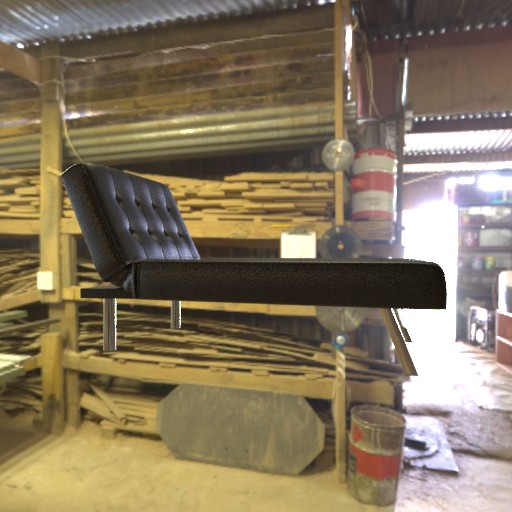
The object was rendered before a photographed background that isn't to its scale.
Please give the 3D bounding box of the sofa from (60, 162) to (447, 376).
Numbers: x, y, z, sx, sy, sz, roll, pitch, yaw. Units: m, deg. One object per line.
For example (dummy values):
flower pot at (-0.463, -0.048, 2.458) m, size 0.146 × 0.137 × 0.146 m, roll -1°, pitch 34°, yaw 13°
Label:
sofa at (0.000, 0.000, 2.039) m, size 1.560 × 0.820 × 0.760 m, roll 0°, pitch 0°, yaw 18°
